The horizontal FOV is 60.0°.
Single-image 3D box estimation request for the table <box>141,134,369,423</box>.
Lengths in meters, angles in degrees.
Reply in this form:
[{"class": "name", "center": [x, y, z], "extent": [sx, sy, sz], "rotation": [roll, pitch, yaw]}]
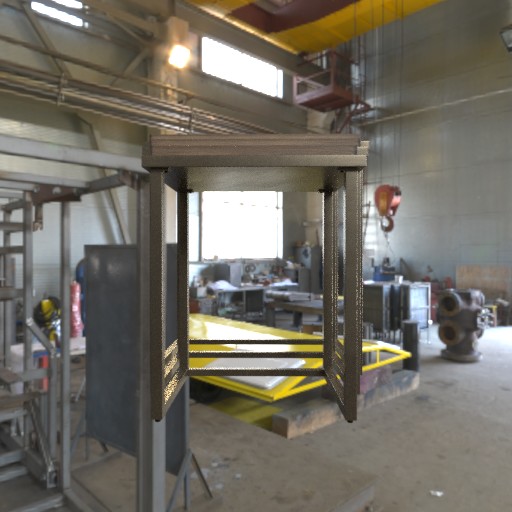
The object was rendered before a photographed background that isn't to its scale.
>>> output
[{"class": "table", "center": [0.000, 0.000, 1.148], "extent": [0.559, 0.610, 0.706], "rotation": [0, 0, 1]}]
